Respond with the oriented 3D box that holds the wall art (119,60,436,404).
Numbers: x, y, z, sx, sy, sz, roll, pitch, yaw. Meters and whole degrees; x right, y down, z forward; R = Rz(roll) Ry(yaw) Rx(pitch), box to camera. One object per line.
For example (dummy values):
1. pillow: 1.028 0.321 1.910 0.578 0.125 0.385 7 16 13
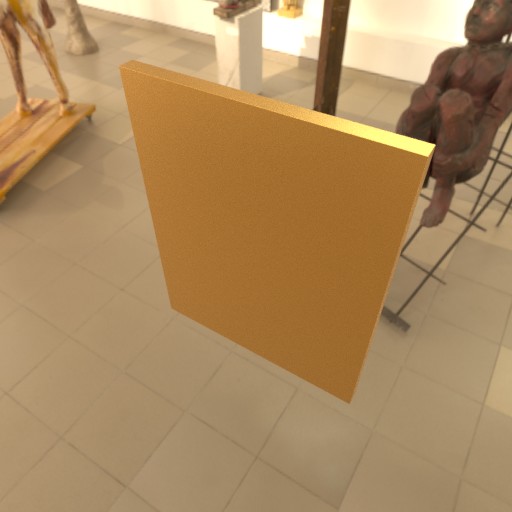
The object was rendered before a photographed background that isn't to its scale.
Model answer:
1. wall art: 0.000 0.000 1.035 0.610 0.762 0.038 24 50 22
